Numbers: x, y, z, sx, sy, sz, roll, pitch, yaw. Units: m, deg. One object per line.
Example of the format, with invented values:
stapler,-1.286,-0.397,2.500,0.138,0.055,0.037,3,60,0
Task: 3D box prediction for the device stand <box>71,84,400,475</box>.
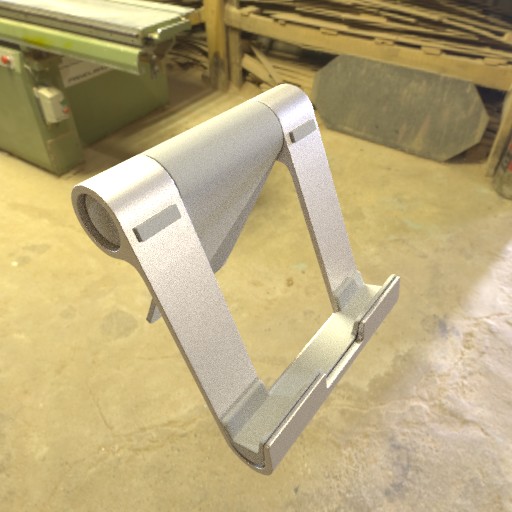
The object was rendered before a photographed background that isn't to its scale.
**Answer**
device stand,0.000,0.000,0.151,0.079,0.084,0.086,27,48,28
